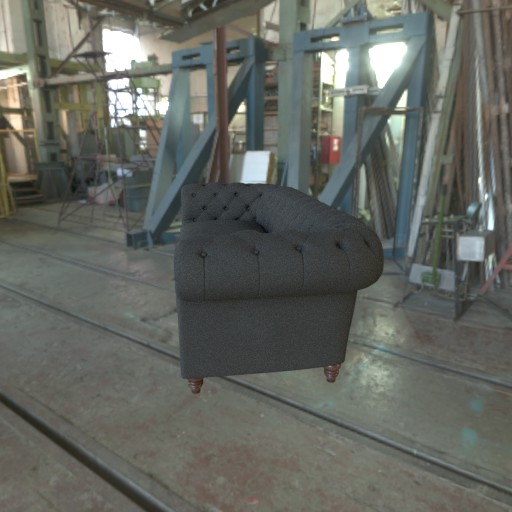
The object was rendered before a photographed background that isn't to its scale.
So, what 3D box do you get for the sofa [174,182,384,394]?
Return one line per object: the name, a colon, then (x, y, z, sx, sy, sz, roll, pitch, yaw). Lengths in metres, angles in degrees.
sofa: (0.000, 0.000, 2.872, 0.991, 0.762, 2.362, -2, 15, -8)
